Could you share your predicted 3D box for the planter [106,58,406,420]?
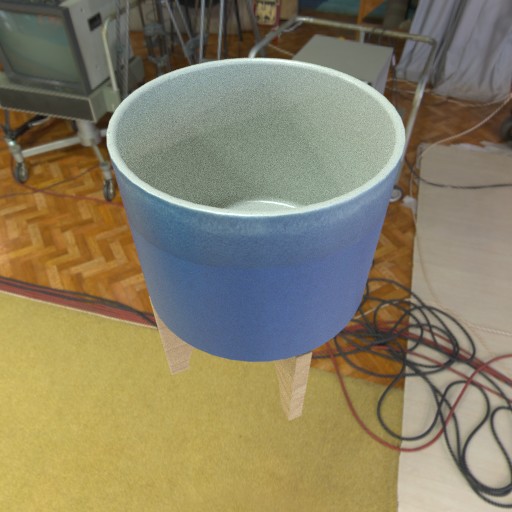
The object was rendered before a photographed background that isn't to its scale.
[{"bbox_3d":[0.000,0.000,0.387,0.192,0.263,0.192,0,47,0],"label":"planter"}]
